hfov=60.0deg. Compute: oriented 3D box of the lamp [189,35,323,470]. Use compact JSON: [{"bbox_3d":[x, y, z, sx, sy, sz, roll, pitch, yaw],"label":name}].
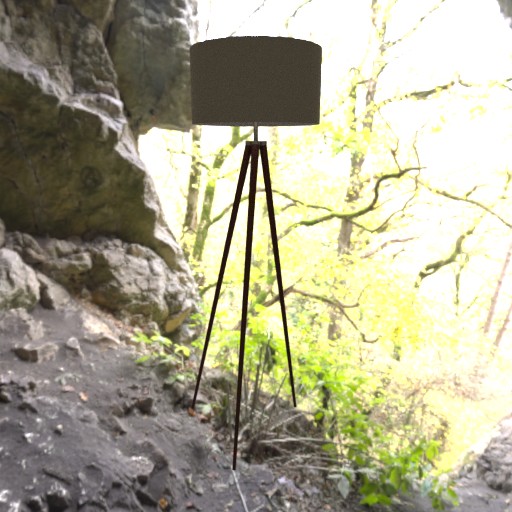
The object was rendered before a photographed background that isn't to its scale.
[{"bbox_3d":[0.000,0.000,1.817,0.483,1.553,0.483,-8,16,-27],"label":"lamp"}]
